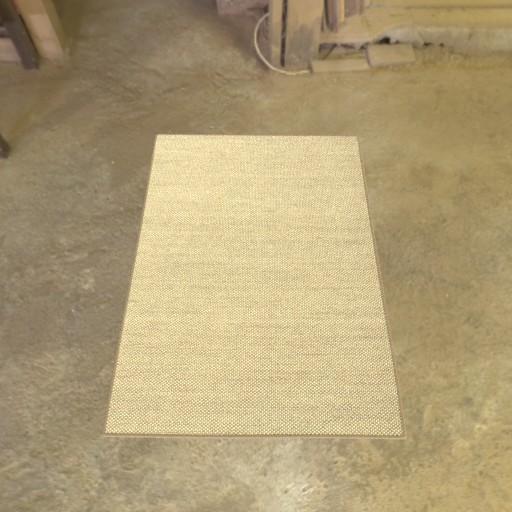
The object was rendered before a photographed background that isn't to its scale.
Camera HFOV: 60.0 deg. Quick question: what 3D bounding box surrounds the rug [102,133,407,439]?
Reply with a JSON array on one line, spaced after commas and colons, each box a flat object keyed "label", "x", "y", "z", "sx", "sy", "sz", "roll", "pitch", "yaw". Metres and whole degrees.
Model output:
[{"label": "rug", "x": 0.000, "y": 0.000, "z": 2.739, "sx": 1.517, "sy": 0.013, "sz": 2.115, "roll": 0, "pitch": 59, "yaw": 0}]
